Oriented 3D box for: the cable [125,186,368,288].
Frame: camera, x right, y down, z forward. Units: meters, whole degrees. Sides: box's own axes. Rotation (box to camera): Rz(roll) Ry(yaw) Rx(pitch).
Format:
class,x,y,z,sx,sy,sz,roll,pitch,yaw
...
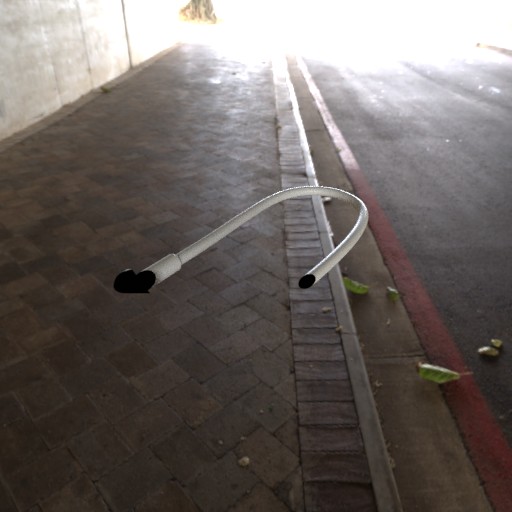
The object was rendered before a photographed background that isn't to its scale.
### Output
class,x,y,z,sx,sy,sz,roll,pitch,yaw
cable,0.000,0.000,0.110,0.041,0.005,0.098,19,35,29
